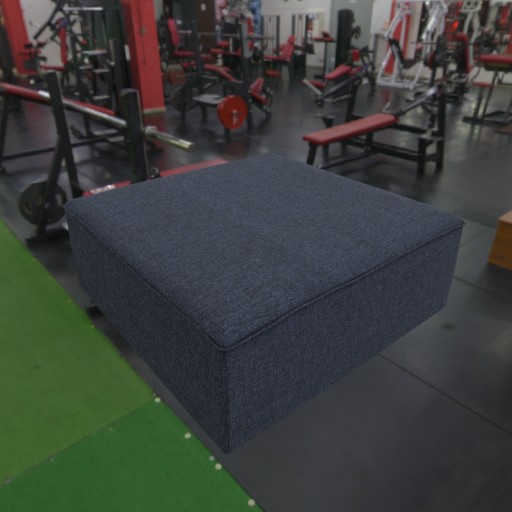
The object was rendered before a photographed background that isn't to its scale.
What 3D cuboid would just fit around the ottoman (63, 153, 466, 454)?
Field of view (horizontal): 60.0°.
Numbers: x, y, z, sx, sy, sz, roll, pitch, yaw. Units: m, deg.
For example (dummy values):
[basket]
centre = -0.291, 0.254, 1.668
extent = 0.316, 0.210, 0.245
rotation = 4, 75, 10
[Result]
[ottoman]
centre = 0.000, 0.000, 1.607
extent = 1.017, 0.423, 1.023
rotation = -21, 35, -33
